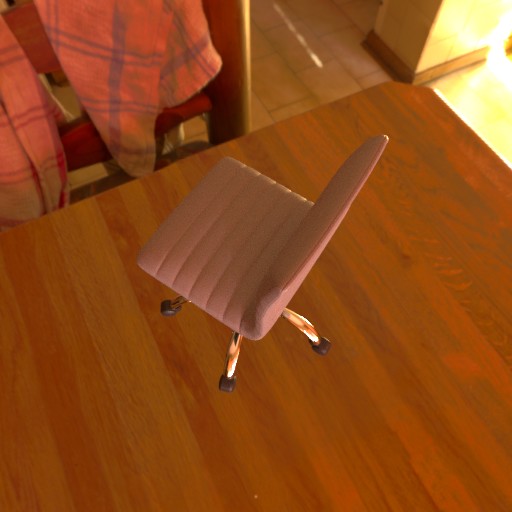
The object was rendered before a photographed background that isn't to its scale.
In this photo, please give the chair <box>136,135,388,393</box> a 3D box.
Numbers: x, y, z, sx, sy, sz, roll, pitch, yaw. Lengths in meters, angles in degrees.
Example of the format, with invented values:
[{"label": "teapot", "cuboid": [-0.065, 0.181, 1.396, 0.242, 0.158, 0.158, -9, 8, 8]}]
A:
[{"label": "chair", "cuboid": [0.000, 0.000, 1.149, 0.542, 0.750, 0.569, 29, 65, 15]}]
